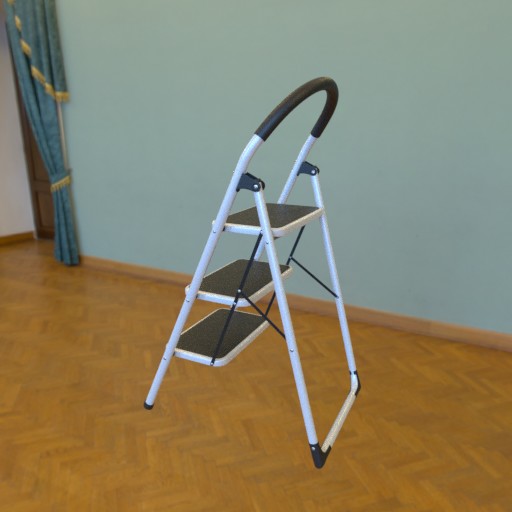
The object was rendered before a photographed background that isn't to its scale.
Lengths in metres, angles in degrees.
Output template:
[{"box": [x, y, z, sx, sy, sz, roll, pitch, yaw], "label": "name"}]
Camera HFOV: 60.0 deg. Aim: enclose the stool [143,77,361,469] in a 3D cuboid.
[{"box": [0.000, 0.000, 1.501, 0.676, 1.109, 0.485, 8, 18, 25], "label": "stool"}]
